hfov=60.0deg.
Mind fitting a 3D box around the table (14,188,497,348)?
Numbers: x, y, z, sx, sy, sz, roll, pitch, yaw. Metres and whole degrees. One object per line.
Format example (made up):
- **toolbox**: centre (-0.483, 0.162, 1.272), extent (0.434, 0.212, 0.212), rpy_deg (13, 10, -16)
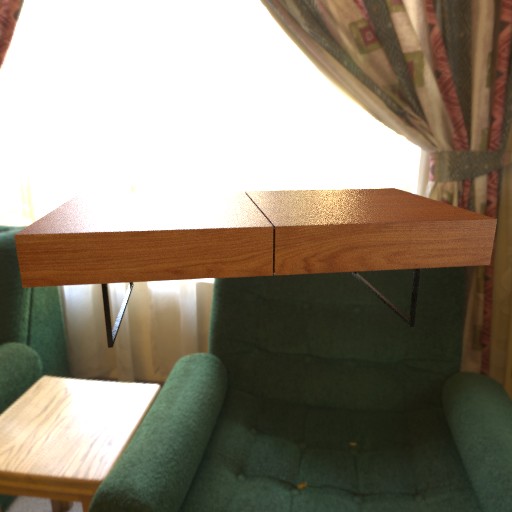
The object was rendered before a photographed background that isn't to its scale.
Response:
- **table**: centre (0.000, 0.000, 1.420), extent (1.194, 0.330, 0.610), rpy_deg (-2, 17, -8)
